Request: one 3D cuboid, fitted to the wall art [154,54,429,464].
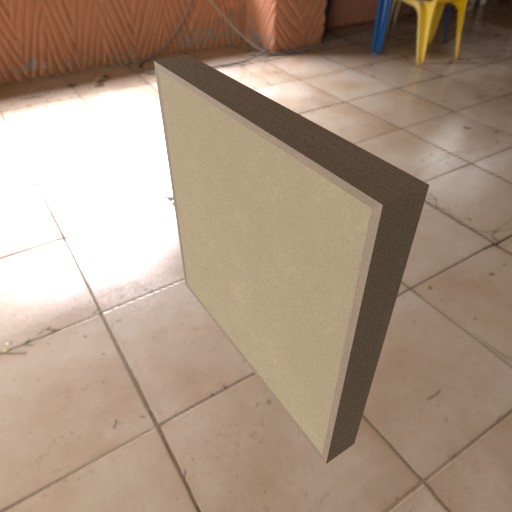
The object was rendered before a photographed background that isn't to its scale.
[{"bbox_3d":[0.000,0.000,0.442,0.038,0.303,0.304,-23,45,-25],"label":"wall art"}]
